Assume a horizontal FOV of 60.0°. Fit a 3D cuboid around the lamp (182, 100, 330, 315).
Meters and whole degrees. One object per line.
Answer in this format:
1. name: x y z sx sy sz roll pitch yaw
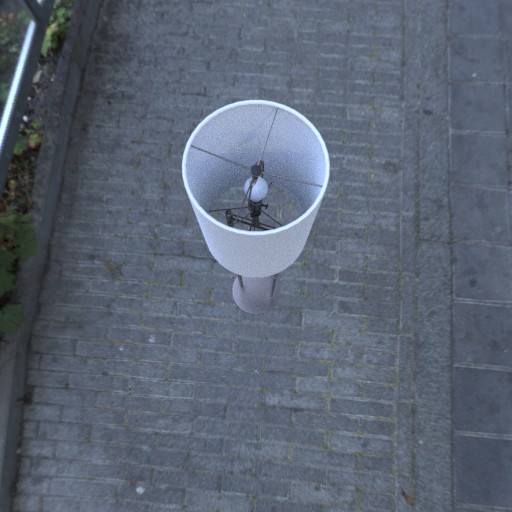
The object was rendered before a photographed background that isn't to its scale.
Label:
1. lamp: 0.000 0.000 1.640 0.306 1.500 0.305 18 76 5
